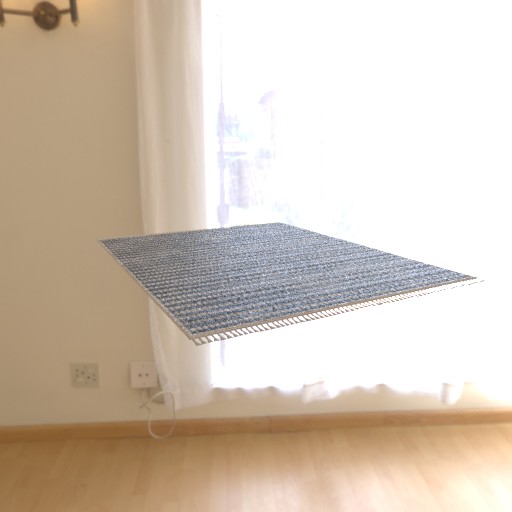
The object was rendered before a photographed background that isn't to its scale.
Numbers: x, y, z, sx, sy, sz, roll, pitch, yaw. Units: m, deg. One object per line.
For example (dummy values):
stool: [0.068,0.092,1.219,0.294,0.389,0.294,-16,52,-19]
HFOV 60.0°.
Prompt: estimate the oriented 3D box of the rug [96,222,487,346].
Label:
rug: [0.000,0.000,3.927,2.256,0.013,2.910,-7,16,-28]
